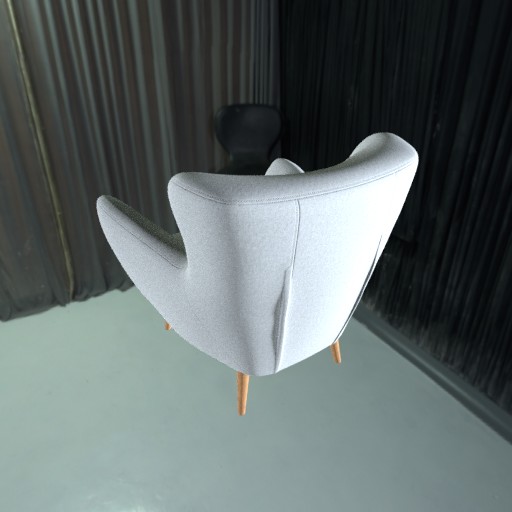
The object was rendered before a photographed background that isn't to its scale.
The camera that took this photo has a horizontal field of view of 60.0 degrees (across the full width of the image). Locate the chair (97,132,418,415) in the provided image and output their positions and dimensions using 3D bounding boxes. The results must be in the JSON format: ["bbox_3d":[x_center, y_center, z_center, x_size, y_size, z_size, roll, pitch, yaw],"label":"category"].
[{"bbox_3d":[0.000,0.000,1.627,0.890,0.889,0.889,-19,34,-29],"label":"chair"}]
